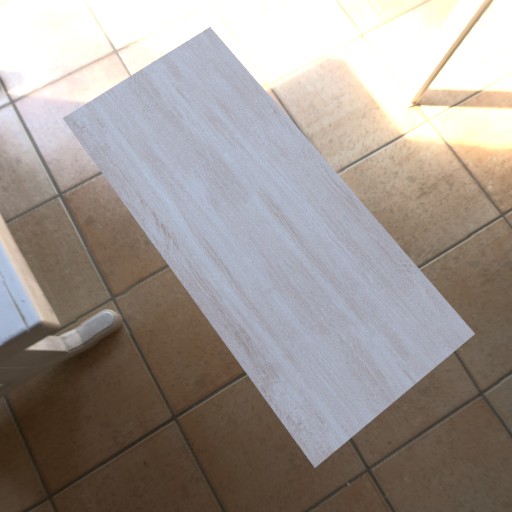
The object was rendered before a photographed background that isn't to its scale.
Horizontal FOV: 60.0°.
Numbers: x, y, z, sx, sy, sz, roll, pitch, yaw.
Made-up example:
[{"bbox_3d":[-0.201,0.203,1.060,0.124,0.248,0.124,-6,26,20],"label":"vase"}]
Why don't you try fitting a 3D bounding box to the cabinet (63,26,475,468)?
[{"bbox_3d":[0.000,0.000,1.528,0.500,0.780,1.110,-36,79,-8],"label":"cabinet"}]
